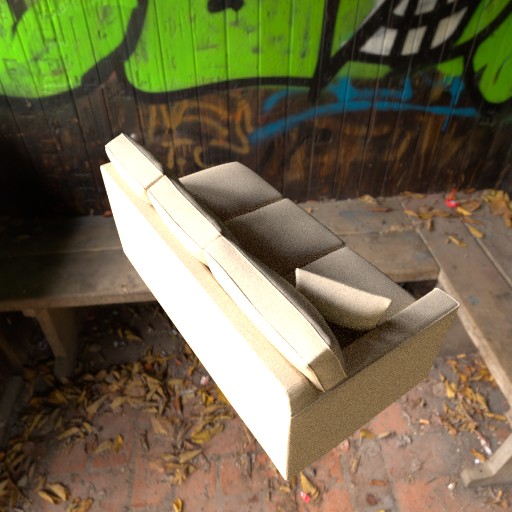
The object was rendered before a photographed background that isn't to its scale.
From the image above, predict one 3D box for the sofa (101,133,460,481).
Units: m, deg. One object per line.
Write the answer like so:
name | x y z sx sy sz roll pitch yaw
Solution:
sofa | 0.000 0.000 2.559 1.034 0.946 1.962 -25 47 -25
